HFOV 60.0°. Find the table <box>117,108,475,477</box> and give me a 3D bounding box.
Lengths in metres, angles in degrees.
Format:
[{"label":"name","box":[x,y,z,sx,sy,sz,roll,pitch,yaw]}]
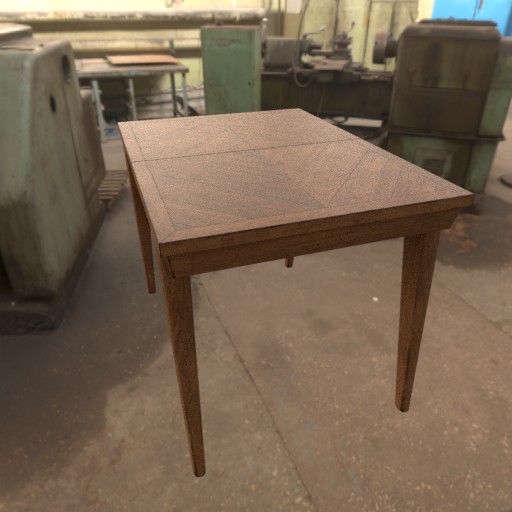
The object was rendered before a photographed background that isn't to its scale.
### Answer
[{"label":"table","box":[0.000,0.000,1.567,0.757,0.760,1.027,-10,32,-17]}]
